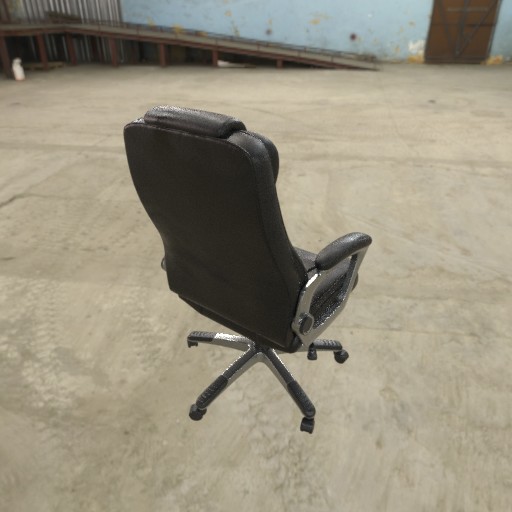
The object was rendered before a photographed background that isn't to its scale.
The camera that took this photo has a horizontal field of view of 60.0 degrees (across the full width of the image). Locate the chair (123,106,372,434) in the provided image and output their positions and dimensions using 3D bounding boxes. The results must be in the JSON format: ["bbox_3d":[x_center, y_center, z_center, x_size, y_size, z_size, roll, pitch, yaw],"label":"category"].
[{"bbox_3d":[0.000,0.000,1.555,0.697,1.075,0.689,21,35,33],"label":"chair"}]
